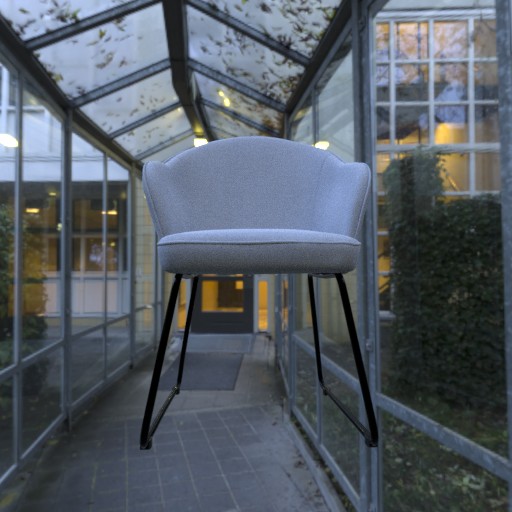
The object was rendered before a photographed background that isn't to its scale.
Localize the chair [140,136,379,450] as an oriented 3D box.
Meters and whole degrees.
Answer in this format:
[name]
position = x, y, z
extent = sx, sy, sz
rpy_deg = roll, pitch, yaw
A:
[chair]
position = 0.000, 0.000, 1.196
extent = 0.570, 0.817, 0.592
rpy_deg = 0, -1, -2
